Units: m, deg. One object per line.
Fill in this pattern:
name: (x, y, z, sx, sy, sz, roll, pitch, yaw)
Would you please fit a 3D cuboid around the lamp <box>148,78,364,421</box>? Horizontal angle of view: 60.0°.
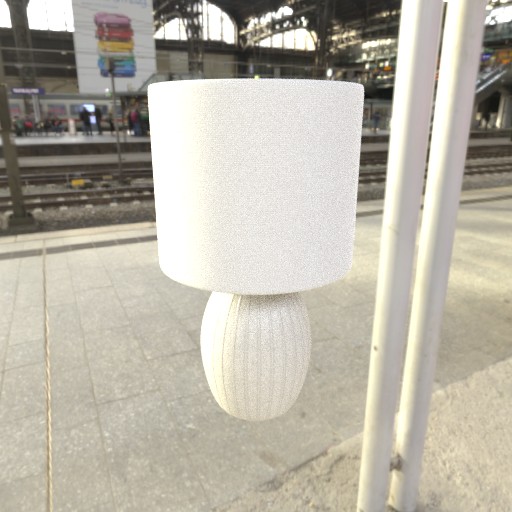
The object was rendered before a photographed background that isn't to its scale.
lamp: (0.000, 0.000, 0.769, 0.328, 0.570, 0.328, 0, 18, 0)
